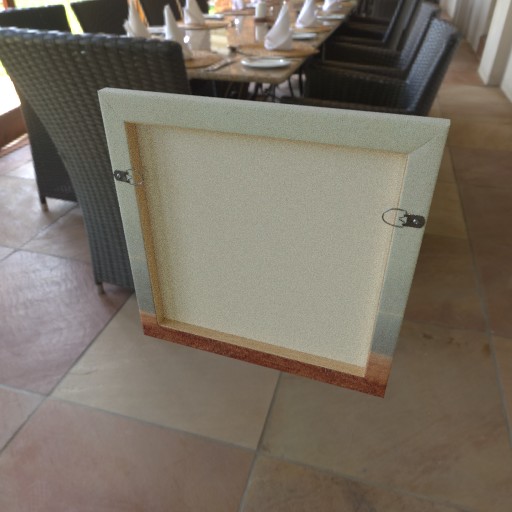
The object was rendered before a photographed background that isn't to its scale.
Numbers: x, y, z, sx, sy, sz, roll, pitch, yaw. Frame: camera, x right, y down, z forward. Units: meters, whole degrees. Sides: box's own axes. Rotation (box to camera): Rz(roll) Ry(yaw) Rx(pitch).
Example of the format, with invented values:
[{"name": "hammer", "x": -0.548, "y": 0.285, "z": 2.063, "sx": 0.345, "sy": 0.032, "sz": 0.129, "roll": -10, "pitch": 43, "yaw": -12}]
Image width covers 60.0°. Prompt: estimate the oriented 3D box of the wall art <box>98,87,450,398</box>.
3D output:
[{"name": "wall art", "x": 0.000, "y": 0.000, "z": 0.604, "sx": 0.405, "sy": 0.405, "sz": 0.023, "roll": 11, "pitch": 35, "yaw": 16}]
